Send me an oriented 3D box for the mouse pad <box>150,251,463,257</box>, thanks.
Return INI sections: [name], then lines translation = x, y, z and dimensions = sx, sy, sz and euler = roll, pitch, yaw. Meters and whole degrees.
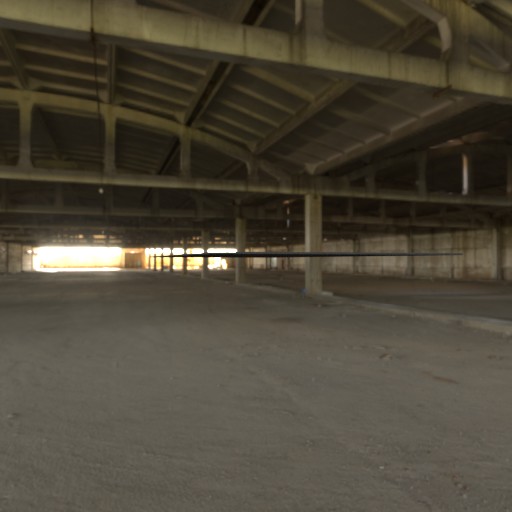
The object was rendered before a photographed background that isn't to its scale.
[mouse pad]
translation = 0.000, 0.000, 1.074
dimensions = 0.424, 0.003, 0.907
euler = 0, -1, -19
